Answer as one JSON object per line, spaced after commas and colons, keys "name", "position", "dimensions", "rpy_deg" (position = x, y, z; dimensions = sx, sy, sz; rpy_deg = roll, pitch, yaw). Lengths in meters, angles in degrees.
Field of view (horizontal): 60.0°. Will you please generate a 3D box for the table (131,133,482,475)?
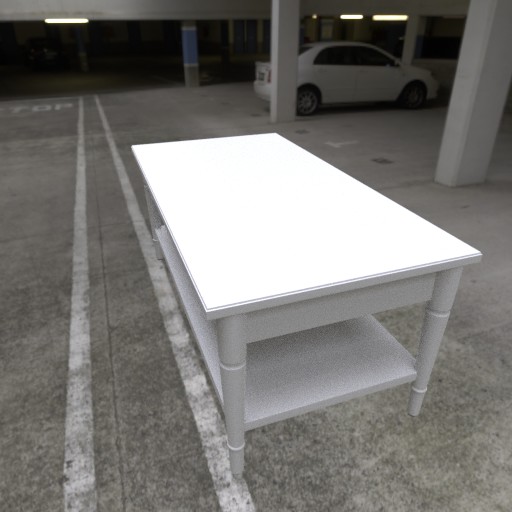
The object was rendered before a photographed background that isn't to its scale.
{"name": "table", "position": [0.000, 0.000, 1.334], "dimensions": [0.559, 0.457, 1.067], "rpy_deg": [-10, 30, -18]}
